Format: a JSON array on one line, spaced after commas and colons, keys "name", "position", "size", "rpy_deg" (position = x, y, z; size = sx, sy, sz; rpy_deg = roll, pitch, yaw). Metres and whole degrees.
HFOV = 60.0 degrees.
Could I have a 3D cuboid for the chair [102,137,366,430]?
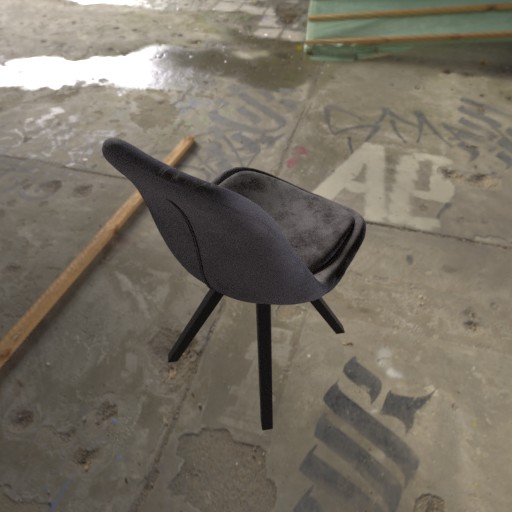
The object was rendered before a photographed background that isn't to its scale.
[{"name": "chair", "position": [0.000, 0.000, 1.156], "size": [0.476, 0.850, 0.550], "rpy_deg": [28, 53, 24]}]
